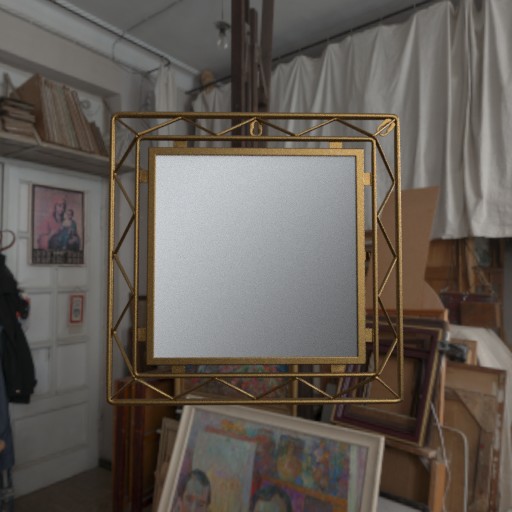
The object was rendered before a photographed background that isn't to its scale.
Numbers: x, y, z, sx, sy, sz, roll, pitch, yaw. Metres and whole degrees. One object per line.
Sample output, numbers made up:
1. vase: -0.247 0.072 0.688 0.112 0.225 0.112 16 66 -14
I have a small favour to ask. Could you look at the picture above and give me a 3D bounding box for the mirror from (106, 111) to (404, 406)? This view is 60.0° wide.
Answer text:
1. mirror: 0.000 0.000 0.610 0.416 0.414 0.046 0 -3 -1
